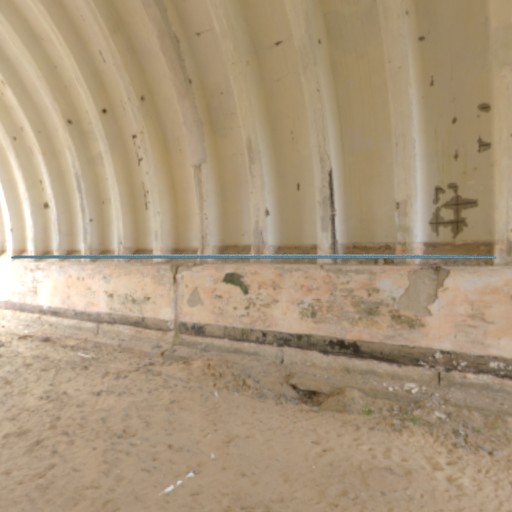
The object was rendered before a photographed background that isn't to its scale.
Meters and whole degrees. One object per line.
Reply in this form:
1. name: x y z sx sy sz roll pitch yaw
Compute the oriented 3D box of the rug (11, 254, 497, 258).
1. rug: 0.000 0.000 3.857 2.964 0.018 2.350 0 0 1
